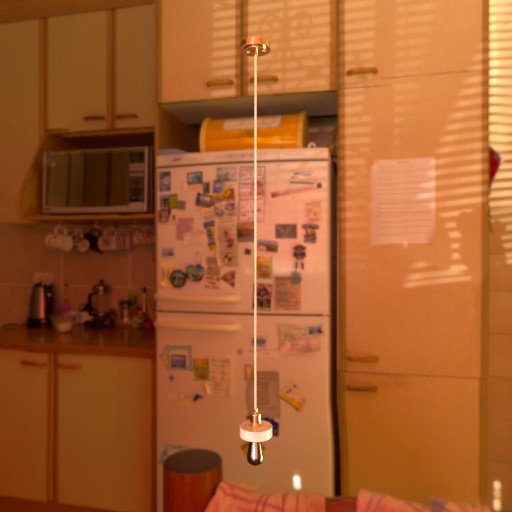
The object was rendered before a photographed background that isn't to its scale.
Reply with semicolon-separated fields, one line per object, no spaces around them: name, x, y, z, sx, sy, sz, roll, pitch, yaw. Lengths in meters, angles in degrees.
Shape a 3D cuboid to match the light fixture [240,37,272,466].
light fixture;0.000;0.000;1.756;0.129;1.669;0.129;0;1;-17
